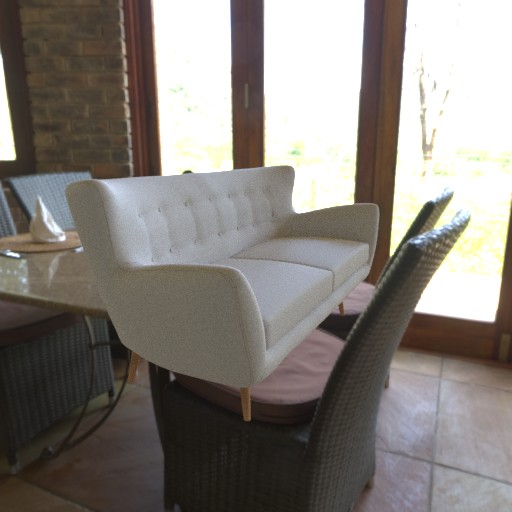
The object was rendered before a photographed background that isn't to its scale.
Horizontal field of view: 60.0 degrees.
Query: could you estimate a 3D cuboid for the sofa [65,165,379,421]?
[{"bbox_3d":[0.000,0.000,2.354,0.899,0.890,1.930,7,15,27],"label":"sofa"}]
